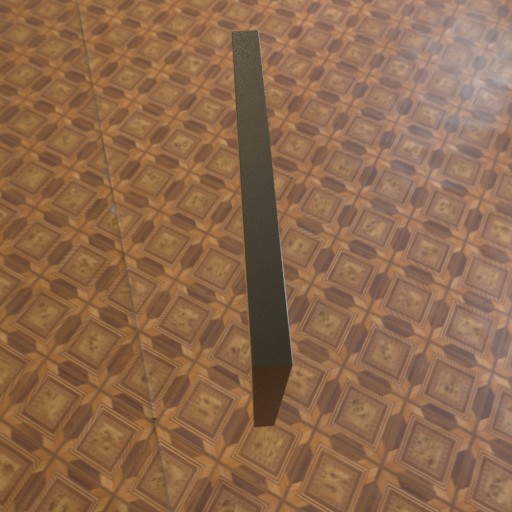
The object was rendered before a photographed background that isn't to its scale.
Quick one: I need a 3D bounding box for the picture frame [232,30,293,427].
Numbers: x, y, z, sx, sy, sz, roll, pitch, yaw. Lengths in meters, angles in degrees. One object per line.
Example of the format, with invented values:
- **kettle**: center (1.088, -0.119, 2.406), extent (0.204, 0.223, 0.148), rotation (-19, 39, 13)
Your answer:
- **picture frame**: center (0.000, 0.000, 0.544), extent (0.029, 0.353, 0.355), rotation (-3, 63, -2)
